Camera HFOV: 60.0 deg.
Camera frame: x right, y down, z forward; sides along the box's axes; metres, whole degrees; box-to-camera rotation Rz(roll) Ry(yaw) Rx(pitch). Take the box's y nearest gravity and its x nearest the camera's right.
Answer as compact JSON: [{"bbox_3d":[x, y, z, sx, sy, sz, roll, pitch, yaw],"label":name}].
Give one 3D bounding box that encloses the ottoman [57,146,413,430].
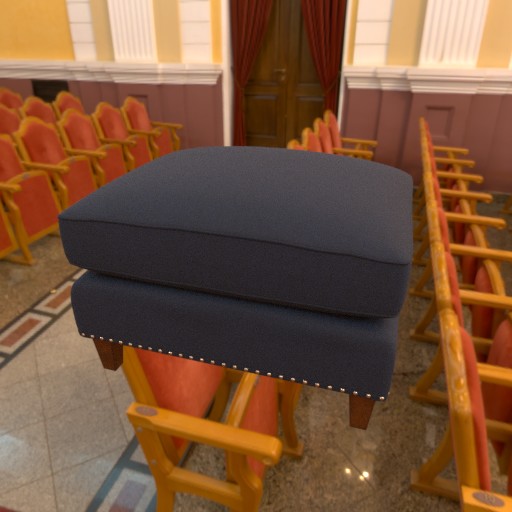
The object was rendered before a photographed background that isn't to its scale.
[{"bbox_3d":[0.000,0.000,1.169,0.741,0.513,0.584,8,28,16],"label":"ottoman"}]
